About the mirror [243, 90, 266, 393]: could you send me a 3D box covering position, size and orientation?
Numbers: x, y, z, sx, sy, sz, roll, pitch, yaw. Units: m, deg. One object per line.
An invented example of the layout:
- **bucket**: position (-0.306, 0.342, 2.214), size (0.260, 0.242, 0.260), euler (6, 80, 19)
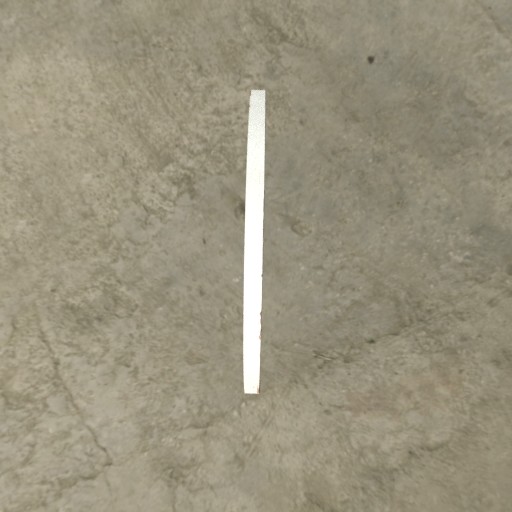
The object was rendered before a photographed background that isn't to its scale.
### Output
- **mirror**: position (0.000, 0.000, 1.142), size (0.032, 0.920, 0.660), euler (1, 77, 0)
